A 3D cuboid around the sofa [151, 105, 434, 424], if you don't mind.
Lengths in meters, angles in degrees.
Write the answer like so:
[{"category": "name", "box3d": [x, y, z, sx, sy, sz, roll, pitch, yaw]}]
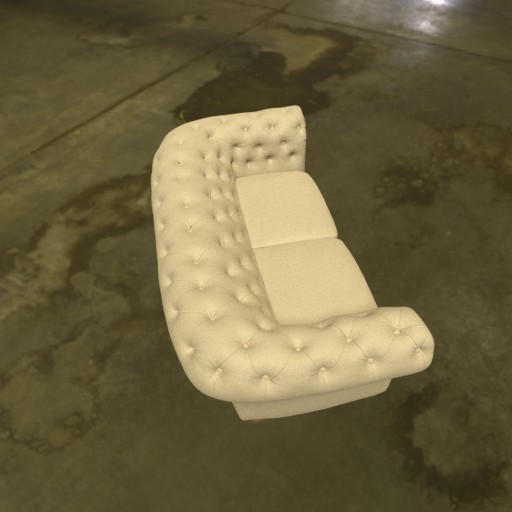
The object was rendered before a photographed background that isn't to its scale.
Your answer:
[{"category": "sofa", "box3d": [0.000, 0.000, 2.555, 1.069, 0.835, 1.988, -9, 47, -8]}]
